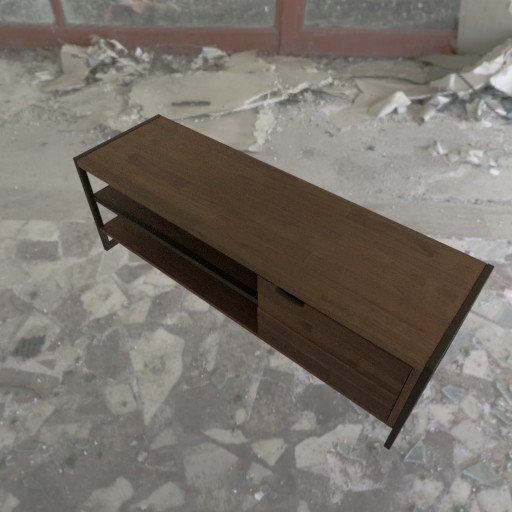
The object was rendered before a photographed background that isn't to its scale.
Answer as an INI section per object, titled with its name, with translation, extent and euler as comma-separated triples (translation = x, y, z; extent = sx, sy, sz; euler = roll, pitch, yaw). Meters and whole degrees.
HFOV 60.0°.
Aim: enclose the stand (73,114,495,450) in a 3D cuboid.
[stand]
translation = 0.000, 0.000, 1.712
extent = 1.480, 0.506, 0.454
euler = 30, 53, 26
